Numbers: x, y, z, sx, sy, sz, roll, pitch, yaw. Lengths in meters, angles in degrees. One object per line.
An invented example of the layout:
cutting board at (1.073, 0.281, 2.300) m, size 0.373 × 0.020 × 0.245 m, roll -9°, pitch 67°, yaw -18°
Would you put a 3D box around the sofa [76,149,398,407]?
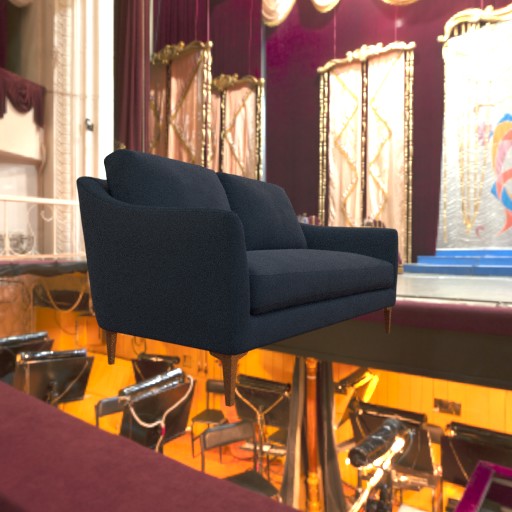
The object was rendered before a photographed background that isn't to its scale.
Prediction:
sofa at (0.000, 0.000, 2.205) m, size 0.960 × 0.902 × 1.619 m, roll 0°, pitch 0°, yaw 35°
